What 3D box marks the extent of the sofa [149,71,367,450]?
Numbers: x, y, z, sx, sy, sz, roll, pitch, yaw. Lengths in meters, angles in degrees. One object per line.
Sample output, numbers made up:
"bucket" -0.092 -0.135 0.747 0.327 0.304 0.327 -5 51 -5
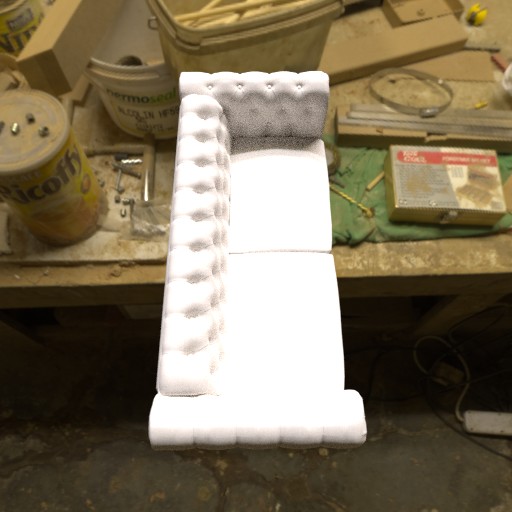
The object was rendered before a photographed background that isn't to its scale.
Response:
"sofa" 0.000 0.000 2.225 0.771 0.796 1.798 0 65 0
